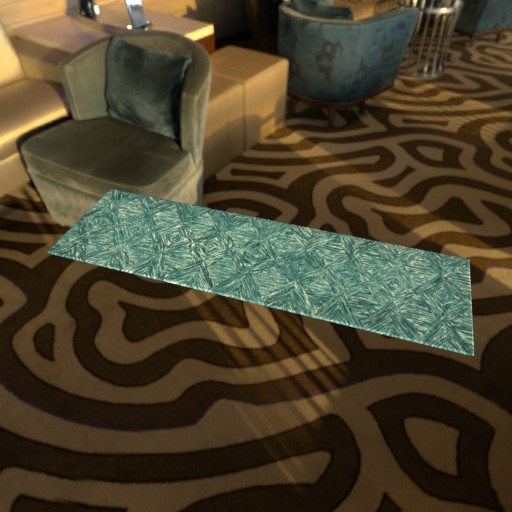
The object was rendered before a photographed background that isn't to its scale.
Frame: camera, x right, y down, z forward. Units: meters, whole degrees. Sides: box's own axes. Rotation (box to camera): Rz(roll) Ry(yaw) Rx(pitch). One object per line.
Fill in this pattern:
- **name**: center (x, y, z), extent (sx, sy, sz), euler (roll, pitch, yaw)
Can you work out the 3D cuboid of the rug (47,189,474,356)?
- **rug**: center (0.000, 0.000, 2.501), extent (2.286, 0.016, 0.676), euler (12, 43, 13)
